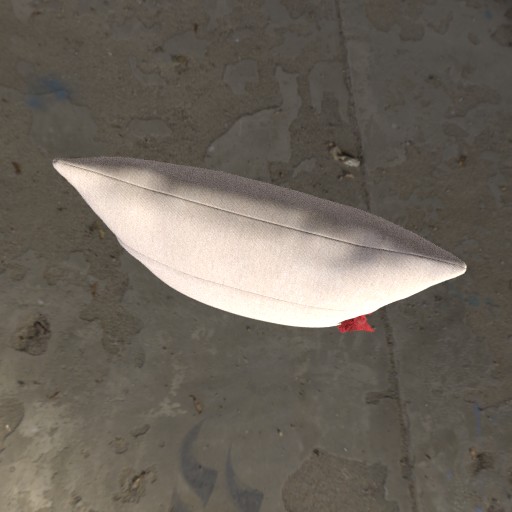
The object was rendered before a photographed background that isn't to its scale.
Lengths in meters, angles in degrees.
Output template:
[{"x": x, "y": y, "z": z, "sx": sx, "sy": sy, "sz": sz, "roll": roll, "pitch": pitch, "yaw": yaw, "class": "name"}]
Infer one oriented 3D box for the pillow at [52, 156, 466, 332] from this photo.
[{"x": 0.000, "y": 0.000, "z": 0.657, "sx": 0.433, "sy": 0.436, "sz": 0.173, "roll": 15, "pitch": 76, "yaw": 4, "class": "pillow"}]
